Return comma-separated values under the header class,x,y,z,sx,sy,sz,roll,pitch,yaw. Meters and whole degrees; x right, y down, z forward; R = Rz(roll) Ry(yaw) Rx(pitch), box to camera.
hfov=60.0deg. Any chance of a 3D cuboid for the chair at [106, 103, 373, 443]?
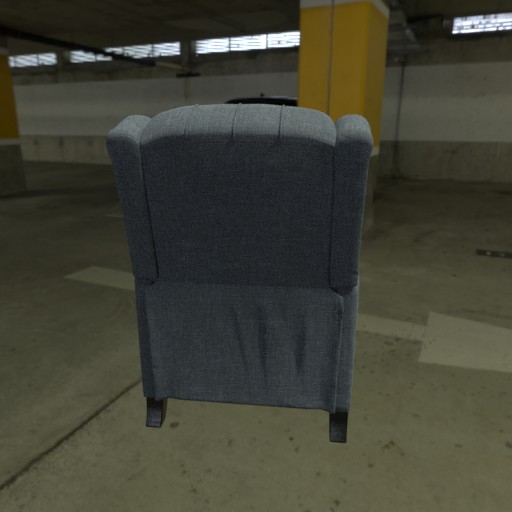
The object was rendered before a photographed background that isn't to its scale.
class,x,y,z,sx,sy,sz,roll,pitch,yaw
chair,0.000,0.000,1.631,0.742,1.035,0.898,2,17,7
